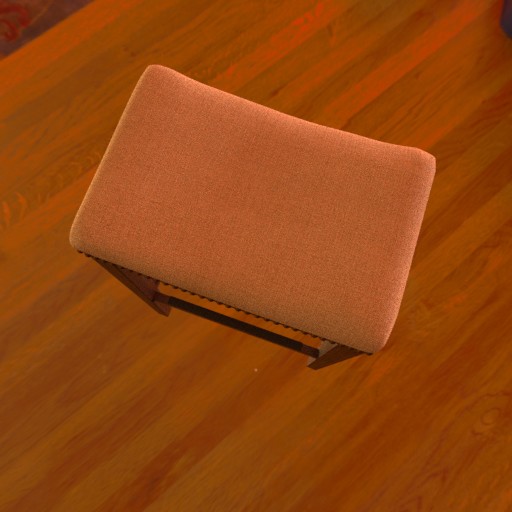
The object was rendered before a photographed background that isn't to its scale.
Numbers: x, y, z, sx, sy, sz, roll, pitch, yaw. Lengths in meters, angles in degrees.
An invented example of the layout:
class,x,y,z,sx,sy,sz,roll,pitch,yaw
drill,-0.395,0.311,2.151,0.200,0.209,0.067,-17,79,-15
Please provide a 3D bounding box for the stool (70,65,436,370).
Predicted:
class,x,y,z,sx,sy,sz,roll,pitch,yaw
stool,0.000,0.000,1.022,0.509,0.768,0.363,19,76,5
